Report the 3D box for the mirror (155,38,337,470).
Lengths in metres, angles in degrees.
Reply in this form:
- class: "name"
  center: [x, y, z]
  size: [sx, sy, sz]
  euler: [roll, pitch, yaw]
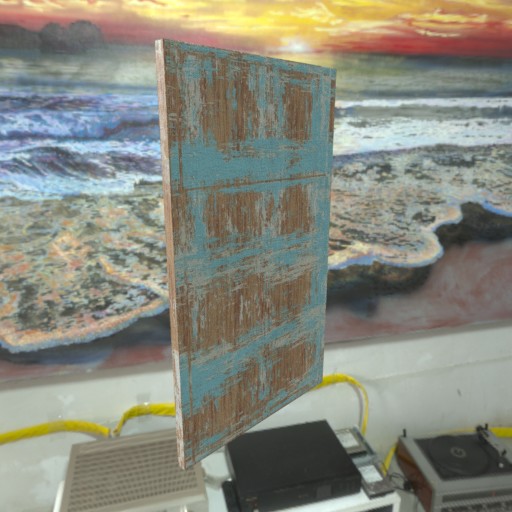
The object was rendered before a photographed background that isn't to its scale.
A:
- class: "mirror"
  center: [0.000, 0.000, 1.471]
  size: [0.083, 1.213, 0.707]
  euler: [15, 21, 42]
